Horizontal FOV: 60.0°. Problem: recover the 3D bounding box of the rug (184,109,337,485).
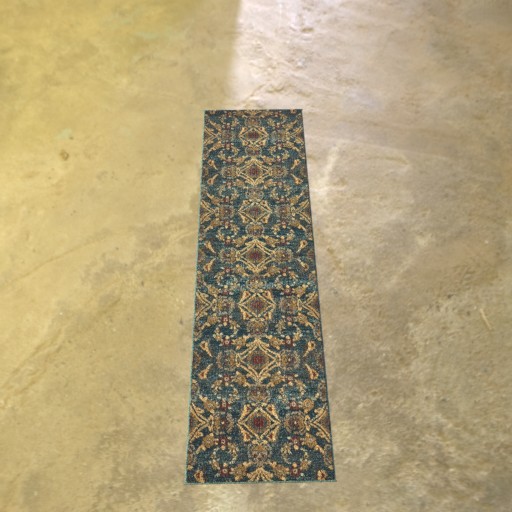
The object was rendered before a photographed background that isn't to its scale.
[{"bbox_3d":[0.000,0.000,2.511,0.685,0.014,2.292,-1,62,0],"label":"rug"}]
